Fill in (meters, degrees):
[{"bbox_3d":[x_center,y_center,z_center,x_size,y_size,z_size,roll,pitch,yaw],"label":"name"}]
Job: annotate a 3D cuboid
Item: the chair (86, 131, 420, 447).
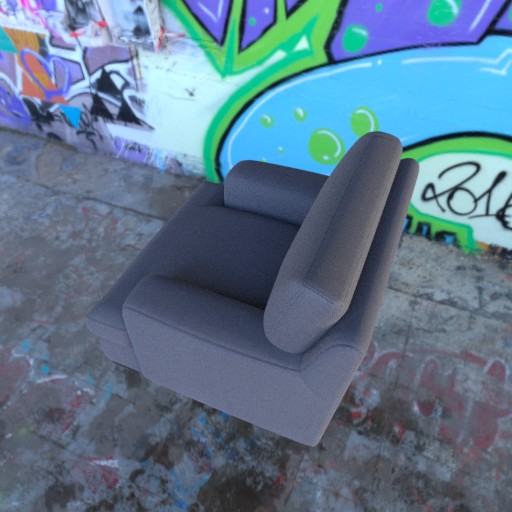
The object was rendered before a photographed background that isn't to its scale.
[{"bbox_3d":[0.000,0.000,1.998,1.143,0.940,1.168,17,47,16],"label":"chair"}]
